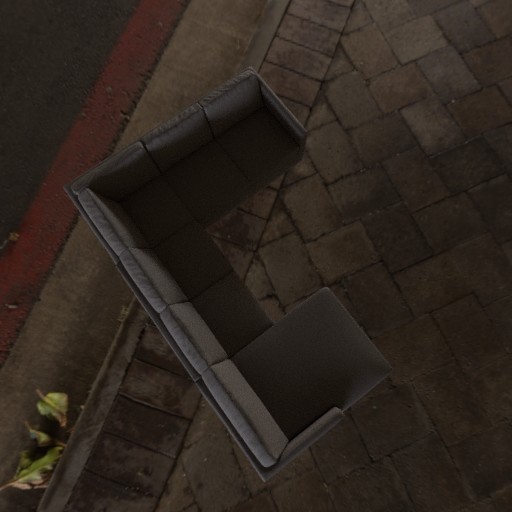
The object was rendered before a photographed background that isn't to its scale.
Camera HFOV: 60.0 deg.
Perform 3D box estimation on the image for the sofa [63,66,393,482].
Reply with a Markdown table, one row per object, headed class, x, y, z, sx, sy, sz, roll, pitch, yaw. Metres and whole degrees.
| class | x | y | z | sx | sy | sz | roll | pitch | yaw |
| --- | --- | --- | --- | --- | --- | --- | --- | --- | --- |
| sofa | 0.000 | 0.000 | 4.633 | 2.476 | 0.878 | 3.528 | -36 | 79 | -8 |
